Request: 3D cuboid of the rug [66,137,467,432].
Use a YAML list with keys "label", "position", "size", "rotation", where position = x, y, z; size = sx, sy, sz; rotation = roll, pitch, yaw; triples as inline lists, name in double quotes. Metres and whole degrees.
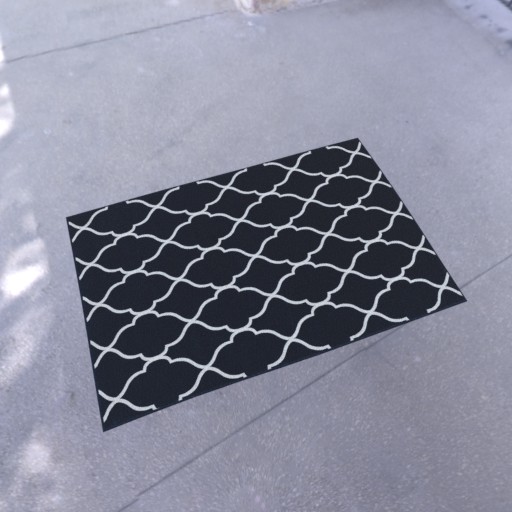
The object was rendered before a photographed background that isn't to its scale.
- label: "rug"
  position: [0.000, 0.000, 2.942]
  size: [2.290, 0.014, 1.526]
  rotation: [-17, 60, -10]
